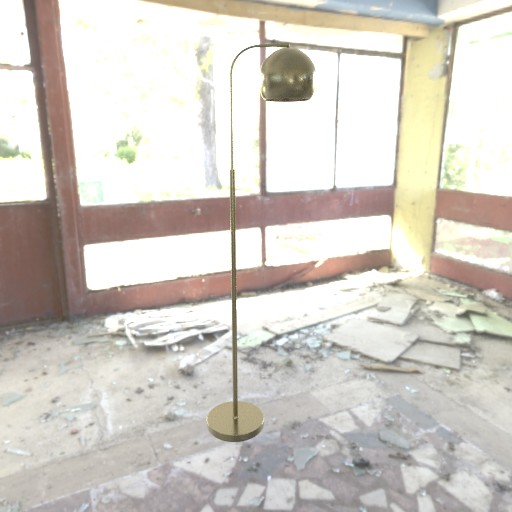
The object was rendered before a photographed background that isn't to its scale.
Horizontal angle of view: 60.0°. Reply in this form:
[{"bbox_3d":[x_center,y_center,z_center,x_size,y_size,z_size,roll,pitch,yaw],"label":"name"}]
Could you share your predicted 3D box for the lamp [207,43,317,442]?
[{"bbox_3d":[0.000,0.000,1.735,0.431,1.526,0.250,2,15,9],"label":"lamp"}]
